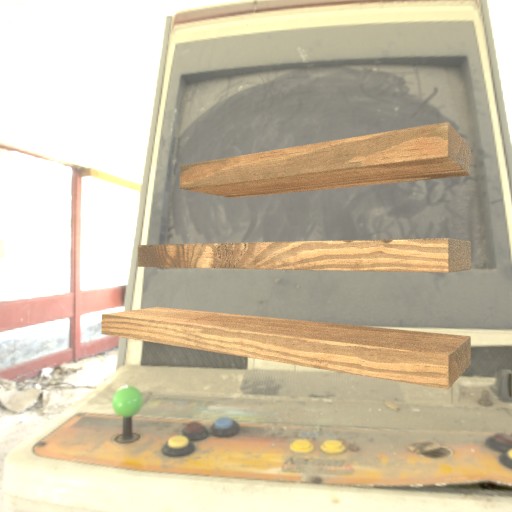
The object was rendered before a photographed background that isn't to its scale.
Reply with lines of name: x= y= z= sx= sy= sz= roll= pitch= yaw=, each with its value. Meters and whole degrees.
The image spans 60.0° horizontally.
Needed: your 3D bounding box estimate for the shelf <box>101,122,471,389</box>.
shelf: x=0.000 y=0.000 z=0.715 sx=0.610 sy=0.293 sz=0.140 roll=0 pitch=0 yaw=35
